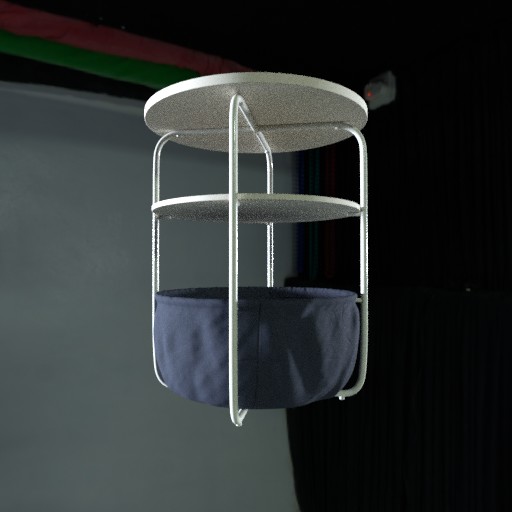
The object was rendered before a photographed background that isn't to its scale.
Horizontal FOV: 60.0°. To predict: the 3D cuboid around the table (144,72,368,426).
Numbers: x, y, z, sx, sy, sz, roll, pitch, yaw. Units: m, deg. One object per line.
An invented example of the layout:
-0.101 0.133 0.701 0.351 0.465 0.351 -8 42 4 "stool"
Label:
0.000 0.000 0.854 0.418 0.532 0.418 1 -1 -35 "table"
